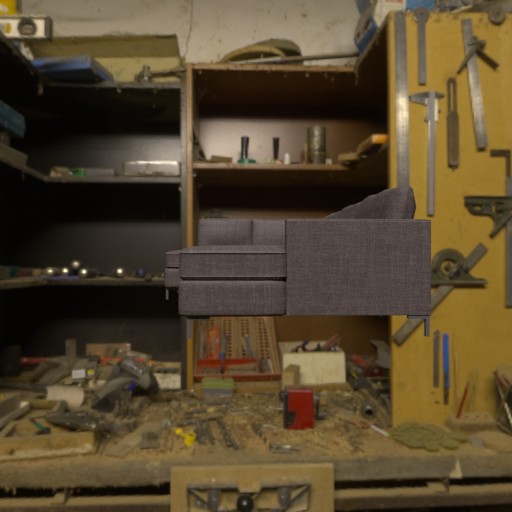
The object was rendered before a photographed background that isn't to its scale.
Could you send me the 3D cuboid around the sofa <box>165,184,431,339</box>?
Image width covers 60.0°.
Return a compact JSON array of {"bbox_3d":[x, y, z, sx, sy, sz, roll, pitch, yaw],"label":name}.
[{"bbox_3d":[0.000,0.000,4.376,2.048,0.999,3.423,0,0,-2],"label":"sofa"}]
